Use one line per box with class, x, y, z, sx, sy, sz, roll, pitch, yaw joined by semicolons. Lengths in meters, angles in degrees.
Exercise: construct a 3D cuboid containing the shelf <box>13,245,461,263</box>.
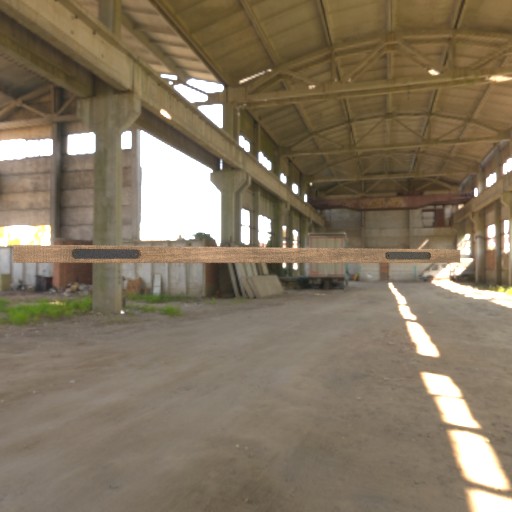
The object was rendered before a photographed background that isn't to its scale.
shelf;0.000;0.000;0.651;0.610;0.020;0.140;0;-1;-17
